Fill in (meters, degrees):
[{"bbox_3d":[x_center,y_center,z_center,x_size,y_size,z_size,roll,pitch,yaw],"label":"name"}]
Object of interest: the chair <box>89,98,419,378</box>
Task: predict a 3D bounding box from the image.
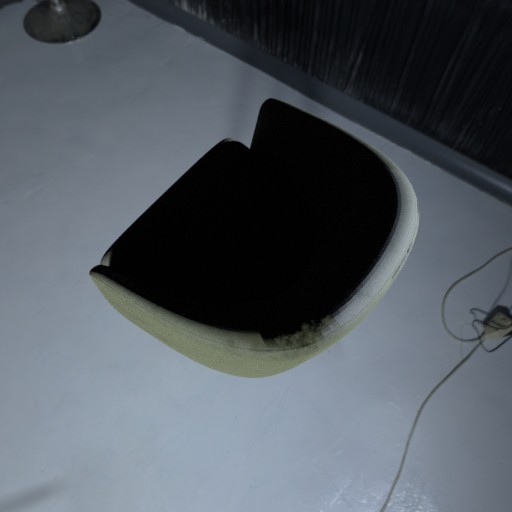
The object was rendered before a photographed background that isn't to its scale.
[{"bbox_3d":[0.000,0.000,1.375,0.767,0.698,0.773,34,67,16],"label":"chair"}]
